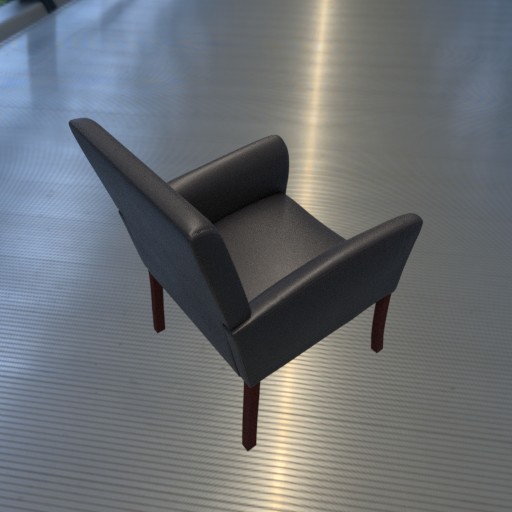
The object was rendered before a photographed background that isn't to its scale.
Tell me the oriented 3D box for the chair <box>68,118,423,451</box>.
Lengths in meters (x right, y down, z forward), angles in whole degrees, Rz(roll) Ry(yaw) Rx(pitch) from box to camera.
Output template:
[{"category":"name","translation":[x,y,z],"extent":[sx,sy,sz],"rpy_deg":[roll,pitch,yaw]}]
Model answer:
[{"category":"chair","translation":[0.000,0.000,1.460],"extent":[0.772,0.951,0.683],"rpy_deg":[-27,48,-27]}]
